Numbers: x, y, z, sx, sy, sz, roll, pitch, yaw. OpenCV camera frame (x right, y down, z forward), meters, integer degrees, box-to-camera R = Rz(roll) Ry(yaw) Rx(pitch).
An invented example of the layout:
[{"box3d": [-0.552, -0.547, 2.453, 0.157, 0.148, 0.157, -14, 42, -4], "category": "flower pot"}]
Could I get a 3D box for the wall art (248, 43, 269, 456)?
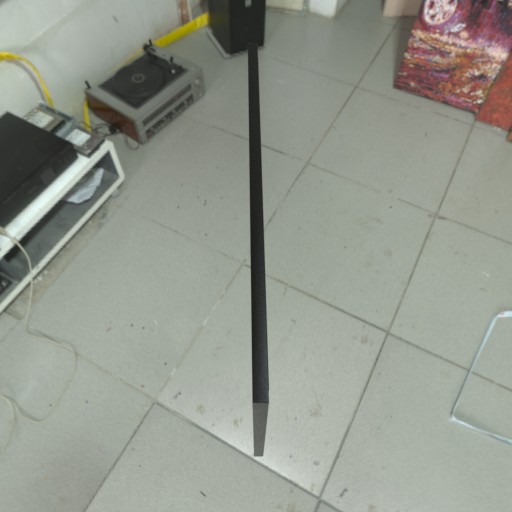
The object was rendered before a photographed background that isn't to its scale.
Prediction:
[{"box3d": [0.000, 0.000, 0.574, 0.013, 0.306, 0.440, -1, 59, -1], "category": "wall art"}]
